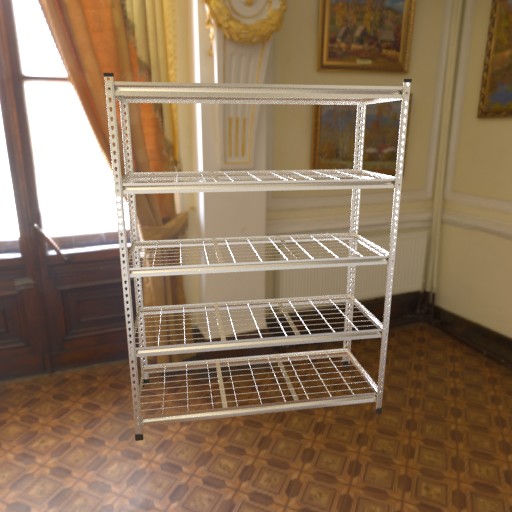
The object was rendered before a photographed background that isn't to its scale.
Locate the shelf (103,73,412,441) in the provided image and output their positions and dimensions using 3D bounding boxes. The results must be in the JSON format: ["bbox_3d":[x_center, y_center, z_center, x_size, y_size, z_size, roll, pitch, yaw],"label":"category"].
[{"bbox_3d":[0.000,0.000,2.704,1.524,1.981,0.610,-3,16,-9],"label":"shelf"}]
